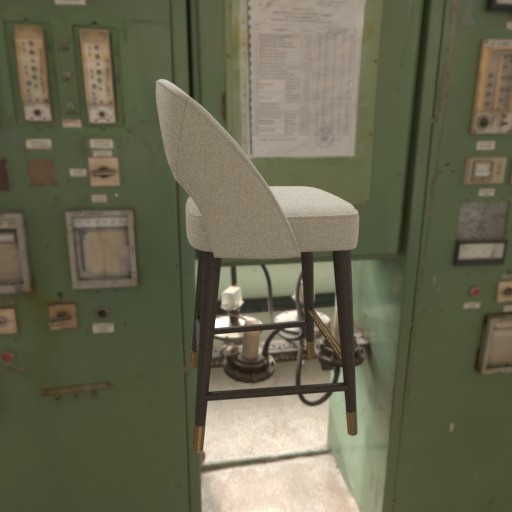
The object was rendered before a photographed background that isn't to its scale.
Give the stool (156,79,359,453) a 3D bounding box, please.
[{"bbox_3d":[0.000,0.000,1.279,0.509,0.940,0.494,-3,17,-9],"label":"stool"}]
